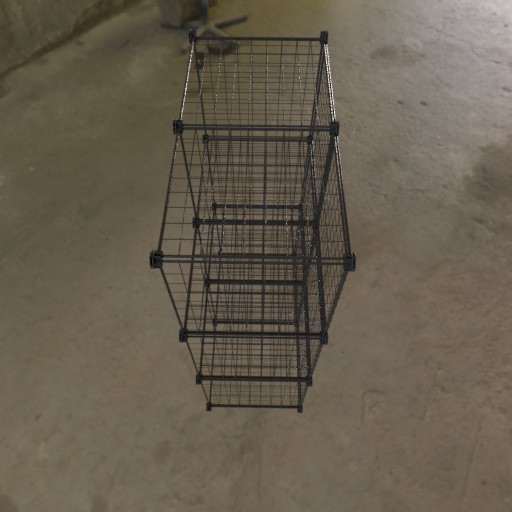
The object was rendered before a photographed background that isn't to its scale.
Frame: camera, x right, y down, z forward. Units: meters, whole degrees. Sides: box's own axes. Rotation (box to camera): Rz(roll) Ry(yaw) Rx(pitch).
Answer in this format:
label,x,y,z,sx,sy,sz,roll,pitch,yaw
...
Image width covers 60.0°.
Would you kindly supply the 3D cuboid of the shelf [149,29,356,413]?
label,x,y,z,sx,sy,sz,roll,pitch,yaw
shelf,0.000,0.000,1.395,0.356,1.067,0.711,1,58,1
